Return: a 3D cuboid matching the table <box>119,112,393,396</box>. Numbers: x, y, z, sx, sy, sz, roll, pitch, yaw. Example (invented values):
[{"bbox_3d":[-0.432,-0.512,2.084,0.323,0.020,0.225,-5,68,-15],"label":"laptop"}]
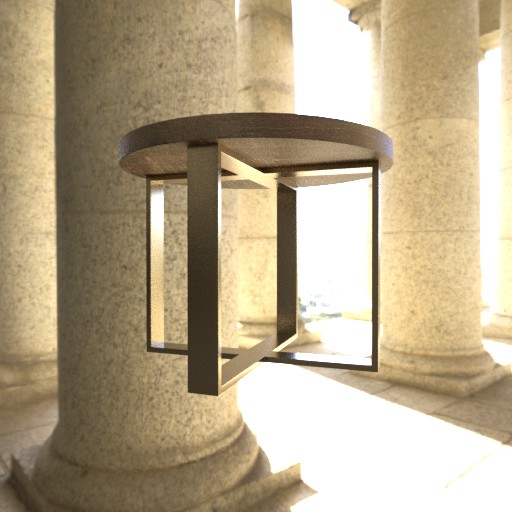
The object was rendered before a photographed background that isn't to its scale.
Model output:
[{"bbox_3d":[0.000,0.000,0.945,0.557,0.437,0.557,0,1,0],"label":"table"}]
